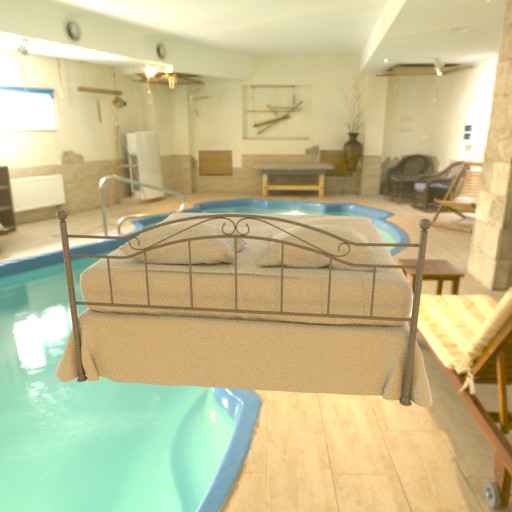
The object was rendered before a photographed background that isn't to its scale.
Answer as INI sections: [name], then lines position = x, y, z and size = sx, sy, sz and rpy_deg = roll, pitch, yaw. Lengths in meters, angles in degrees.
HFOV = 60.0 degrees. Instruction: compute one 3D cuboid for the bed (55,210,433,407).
[bed]
position = 0.000, 0.000, 3.531
size = 2.309, 1.080, 2.220
rpy_deg = 2, 16, 7
